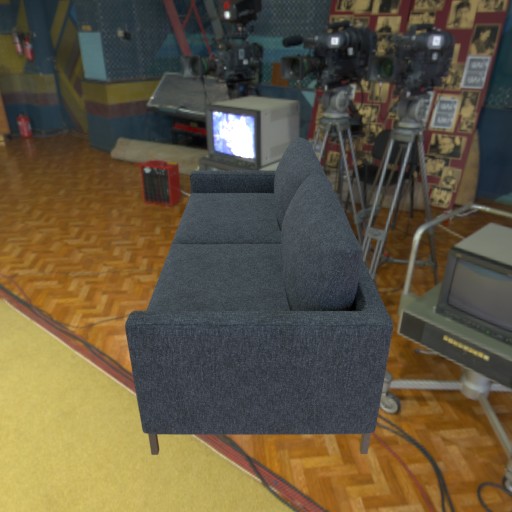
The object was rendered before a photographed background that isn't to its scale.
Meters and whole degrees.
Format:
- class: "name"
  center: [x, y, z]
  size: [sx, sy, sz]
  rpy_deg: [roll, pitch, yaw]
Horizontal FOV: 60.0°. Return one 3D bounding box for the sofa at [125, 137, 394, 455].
- class: "sofa"
  center: [0.000, 0.000, 2.213]
  size: [0.866, 0.862, 1.716]
  rpy_deg: [0, 27, 0]
